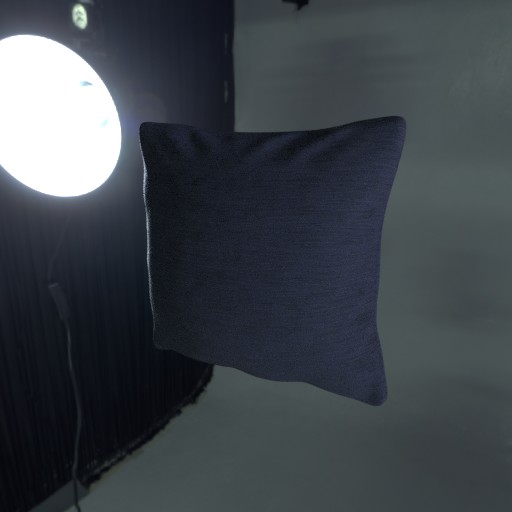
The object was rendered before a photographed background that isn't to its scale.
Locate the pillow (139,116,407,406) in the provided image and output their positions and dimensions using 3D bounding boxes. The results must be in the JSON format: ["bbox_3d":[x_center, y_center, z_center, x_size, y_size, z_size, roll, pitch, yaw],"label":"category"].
[{"bbox_3d":[0.000,0.000,0.700,0.432,0.414,0.246,7,17,26],"label":"pillow"}]
